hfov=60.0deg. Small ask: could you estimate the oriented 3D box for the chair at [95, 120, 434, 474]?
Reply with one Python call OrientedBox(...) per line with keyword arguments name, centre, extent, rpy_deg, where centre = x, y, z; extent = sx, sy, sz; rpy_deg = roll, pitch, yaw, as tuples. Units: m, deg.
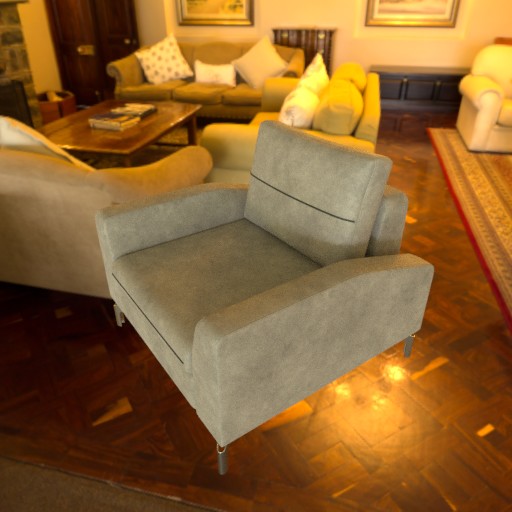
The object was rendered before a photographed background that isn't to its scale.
OrientedBox(name="chair", centre=(0.000, 0.000, 1.624), extent=(0.900, 0.800, 0.900), rpy_deg=(-20, 36, -30))
